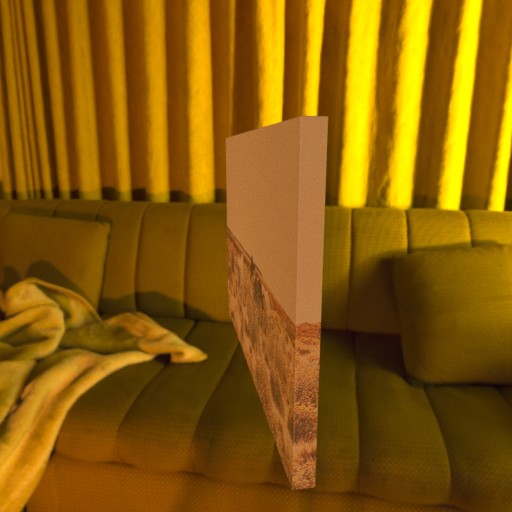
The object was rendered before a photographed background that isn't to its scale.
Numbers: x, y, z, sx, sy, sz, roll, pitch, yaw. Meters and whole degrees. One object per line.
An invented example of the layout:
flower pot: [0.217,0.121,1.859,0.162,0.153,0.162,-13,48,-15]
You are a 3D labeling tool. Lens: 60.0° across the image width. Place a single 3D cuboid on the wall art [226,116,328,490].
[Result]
wall art: [0.000,0.000,1.406,0.051,0.761,1.138,-2,13,-10]
